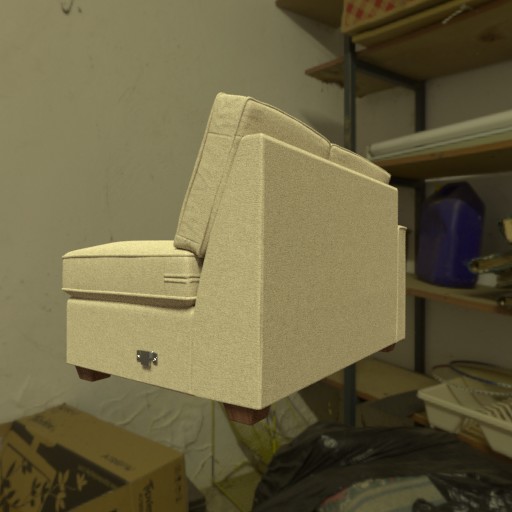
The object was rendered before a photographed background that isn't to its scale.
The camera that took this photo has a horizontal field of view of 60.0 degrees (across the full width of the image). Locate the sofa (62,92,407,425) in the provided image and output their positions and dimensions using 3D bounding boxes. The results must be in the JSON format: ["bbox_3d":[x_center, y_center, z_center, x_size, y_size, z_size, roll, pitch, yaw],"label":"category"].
[{"bbox_3d":[0.000,0.000,2.050,0.991,0.989,1.388,0,0,35],"label":"sofa"}]
